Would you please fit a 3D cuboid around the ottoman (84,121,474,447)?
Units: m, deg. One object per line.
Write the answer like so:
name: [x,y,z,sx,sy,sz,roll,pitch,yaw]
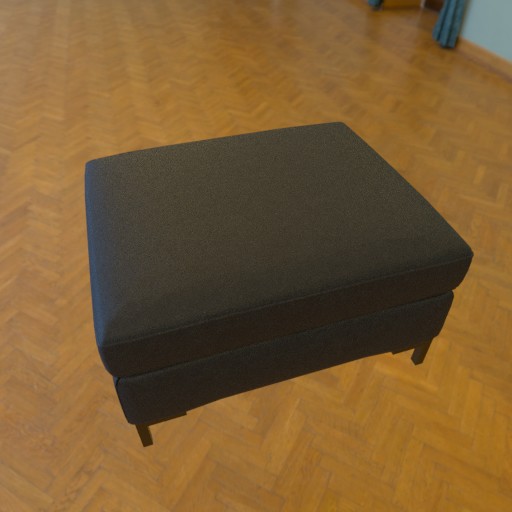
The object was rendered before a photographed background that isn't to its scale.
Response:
ottoman: [0.000,0.000,1.782,1.187,0.696,0.967,-12,44,-13]
